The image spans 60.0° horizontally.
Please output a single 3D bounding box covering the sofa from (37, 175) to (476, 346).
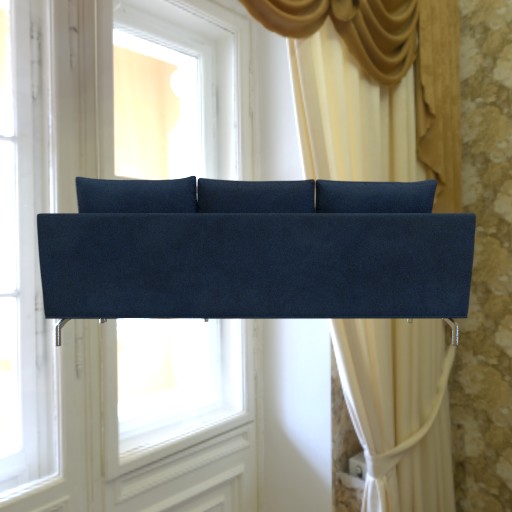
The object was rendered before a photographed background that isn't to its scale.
[{"bbox_3d":[0.000,0.000,3.252,2.438,0.987,1.622,0,1,0],"label":"sofa"}]
